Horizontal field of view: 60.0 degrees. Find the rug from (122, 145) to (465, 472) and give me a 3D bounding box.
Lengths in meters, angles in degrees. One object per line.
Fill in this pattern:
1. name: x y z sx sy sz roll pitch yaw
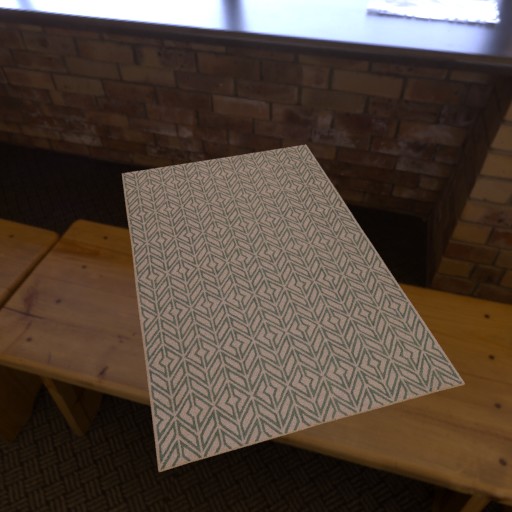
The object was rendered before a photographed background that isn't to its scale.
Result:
1. rug: 0.000 0.000 2.268 1.220 0.007 1.828 -11 47 -11
